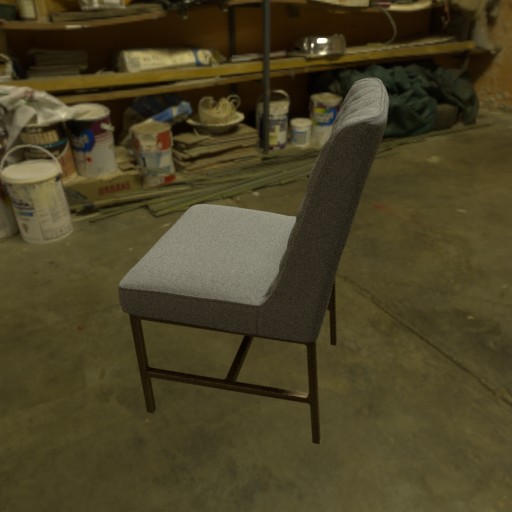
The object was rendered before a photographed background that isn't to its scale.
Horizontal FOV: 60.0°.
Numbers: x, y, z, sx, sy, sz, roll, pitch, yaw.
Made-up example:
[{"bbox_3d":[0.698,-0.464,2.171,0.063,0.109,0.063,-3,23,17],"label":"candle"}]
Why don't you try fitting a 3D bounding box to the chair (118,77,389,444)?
[{"bbox_3d":[0.000,0.000,1.226,0.587,0.889,0.508,8,32,13],"label":"chair"}]
